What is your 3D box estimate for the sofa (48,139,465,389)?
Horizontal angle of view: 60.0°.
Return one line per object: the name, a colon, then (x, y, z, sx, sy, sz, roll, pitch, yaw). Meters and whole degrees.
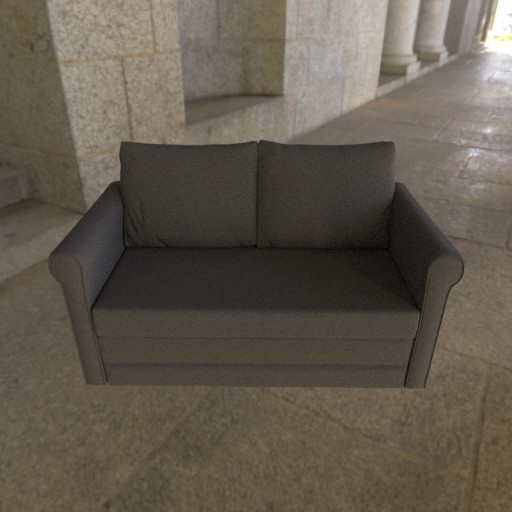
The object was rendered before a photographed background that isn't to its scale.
sofa: (0.000, 0.000, 1.927, 1.460, 0.872, 0.741, 0, 29, 1)
